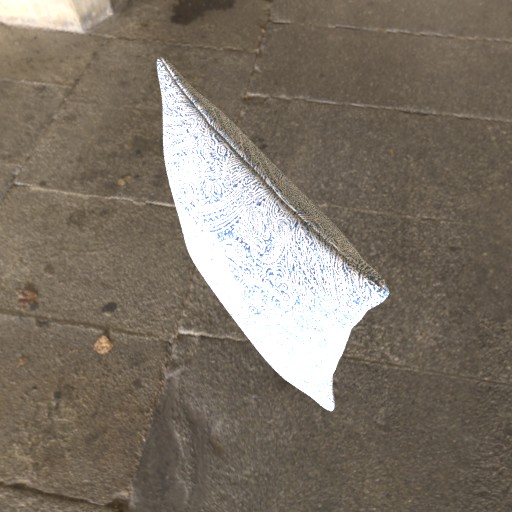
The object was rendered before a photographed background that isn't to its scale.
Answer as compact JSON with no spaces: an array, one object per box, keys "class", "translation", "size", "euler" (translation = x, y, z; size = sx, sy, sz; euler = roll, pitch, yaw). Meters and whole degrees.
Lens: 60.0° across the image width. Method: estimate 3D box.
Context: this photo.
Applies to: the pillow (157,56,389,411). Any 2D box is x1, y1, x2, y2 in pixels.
[{"class":"pillow","translation":[0.000,0.000,0.799],"size":[0.166,0.510,0.523],"euler":[-30,62,-18]}]
